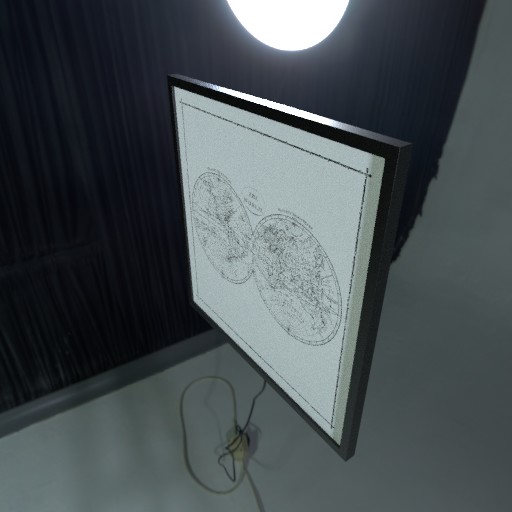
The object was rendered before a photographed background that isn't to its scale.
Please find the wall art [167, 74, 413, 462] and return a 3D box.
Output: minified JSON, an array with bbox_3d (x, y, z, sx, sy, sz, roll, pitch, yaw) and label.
[{"bbox_3d":[0.000,0.000,1.141,0.031,0.775,0.773,-21,37,-30],"label":"wall art"}]
